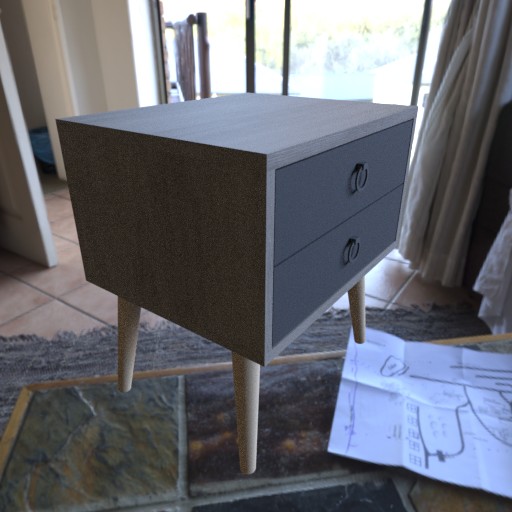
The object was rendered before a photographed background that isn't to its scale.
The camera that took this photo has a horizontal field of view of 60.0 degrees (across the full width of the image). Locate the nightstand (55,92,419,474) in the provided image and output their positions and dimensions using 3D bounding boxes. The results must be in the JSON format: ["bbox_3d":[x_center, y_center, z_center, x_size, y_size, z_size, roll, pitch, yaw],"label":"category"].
[{"bbox_3d":[0.000,0.000,0.802,0.380,0.500,0.450,18,31,32],"label":"nightstand"}]
